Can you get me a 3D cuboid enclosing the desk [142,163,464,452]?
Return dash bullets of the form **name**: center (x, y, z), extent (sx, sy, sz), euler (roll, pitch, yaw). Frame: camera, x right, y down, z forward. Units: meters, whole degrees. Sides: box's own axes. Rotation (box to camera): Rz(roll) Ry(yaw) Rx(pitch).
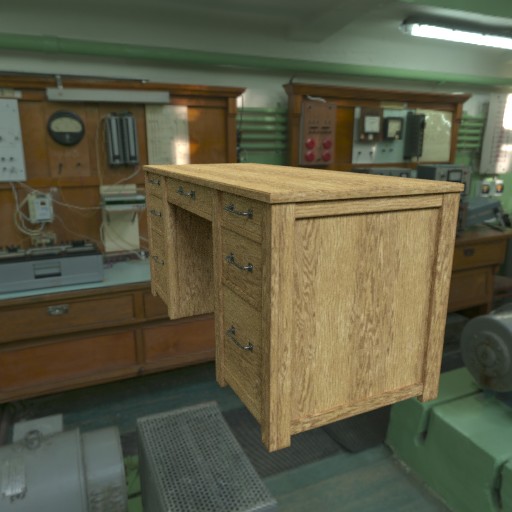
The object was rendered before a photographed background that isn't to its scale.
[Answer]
- **desk**: center (0.000, 0.000, 2.007), extent (0.685, 0.751, 1.567), euler (-7, 16, -24)
